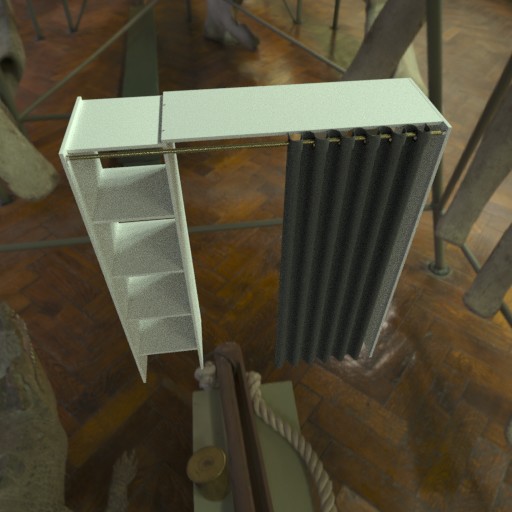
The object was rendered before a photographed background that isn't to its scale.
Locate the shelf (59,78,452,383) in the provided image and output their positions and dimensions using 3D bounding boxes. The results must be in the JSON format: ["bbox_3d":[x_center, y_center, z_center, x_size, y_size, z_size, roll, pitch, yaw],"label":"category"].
[{"bbox_3d":[0.000,0.000,2.591,1.600,1.810,0.500,-5,46,-5],"label":"shelf"}]
